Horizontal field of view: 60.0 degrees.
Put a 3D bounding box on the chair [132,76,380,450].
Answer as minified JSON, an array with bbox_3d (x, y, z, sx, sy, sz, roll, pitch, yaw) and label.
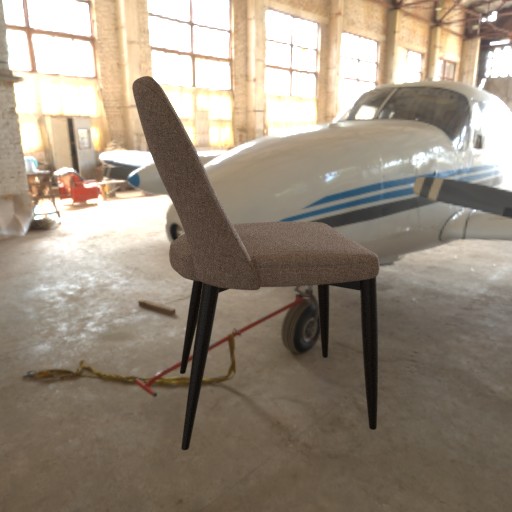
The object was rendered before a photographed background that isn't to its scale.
[{"bbox_3d":[0.000,0.000,1.265,0.612,0.931,0.470,-3,16,-10],"label":"chair"}]
